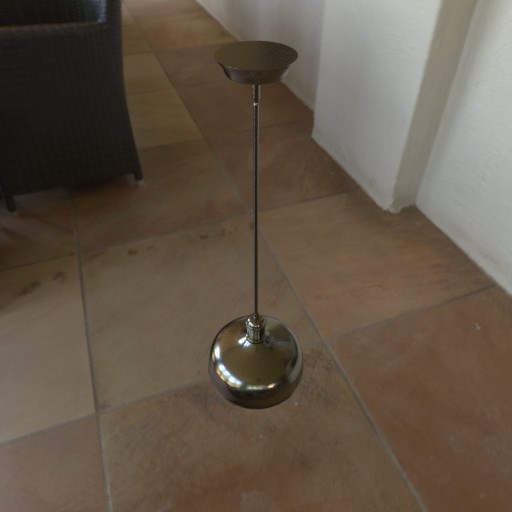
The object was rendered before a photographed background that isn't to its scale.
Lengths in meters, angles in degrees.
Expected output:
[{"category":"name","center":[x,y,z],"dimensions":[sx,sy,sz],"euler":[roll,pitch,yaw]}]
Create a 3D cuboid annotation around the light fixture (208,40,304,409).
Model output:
[{"category":"light fixture","center":[0.000,0.000,1.070],"dimensions":[0.299,0.935,0.299],"euler":[-12,44,-13]}]
